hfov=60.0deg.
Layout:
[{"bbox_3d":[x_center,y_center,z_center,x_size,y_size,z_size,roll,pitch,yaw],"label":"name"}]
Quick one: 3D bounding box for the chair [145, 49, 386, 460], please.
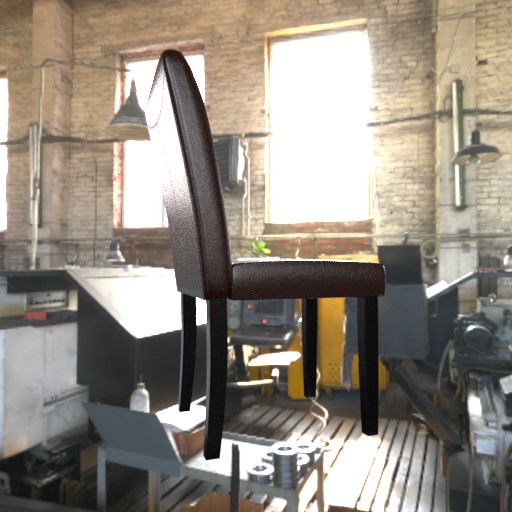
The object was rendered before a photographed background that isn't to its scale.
[{"bbox_3d":[0.000,0.000,1.199,0.556,0.897,0.399,0,-1,-19],"label":"chair"}]
